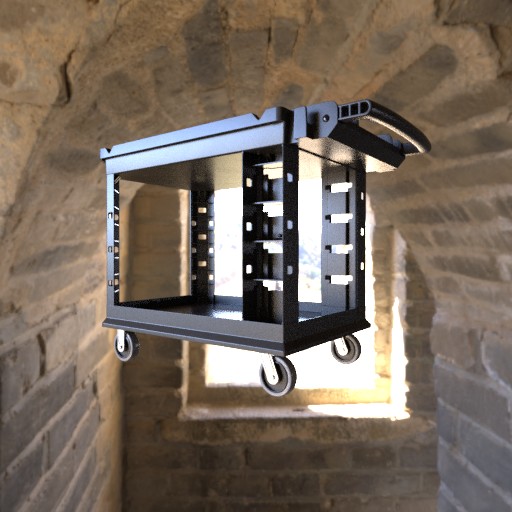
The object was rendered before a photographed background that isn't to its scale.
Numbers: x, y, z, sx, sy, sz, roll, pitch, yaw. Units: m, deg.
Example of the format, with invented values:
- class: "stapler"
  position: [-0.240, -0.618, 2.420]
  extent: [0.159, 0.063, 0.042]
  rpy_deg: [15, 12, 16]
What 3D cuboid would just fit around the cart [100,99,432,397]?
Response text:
- class: "cart"
  position: [0.000, 0.000, 1.773]
  extent: [1.239, 0.884, 0.674]
  rpy_deg: [0, 0, 37]
